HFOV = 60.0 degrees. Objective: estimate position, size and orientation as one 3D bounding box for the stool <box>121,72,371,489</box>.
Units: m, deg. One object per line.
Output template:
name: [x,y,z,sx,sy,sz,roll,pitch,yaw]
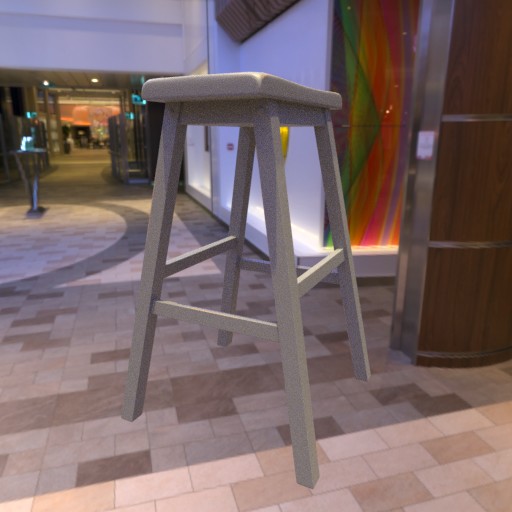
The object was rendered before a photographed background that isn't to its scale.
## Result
stool: [0.000,0.000,1.032,0.476,0.737,0.457,8,17,26]
